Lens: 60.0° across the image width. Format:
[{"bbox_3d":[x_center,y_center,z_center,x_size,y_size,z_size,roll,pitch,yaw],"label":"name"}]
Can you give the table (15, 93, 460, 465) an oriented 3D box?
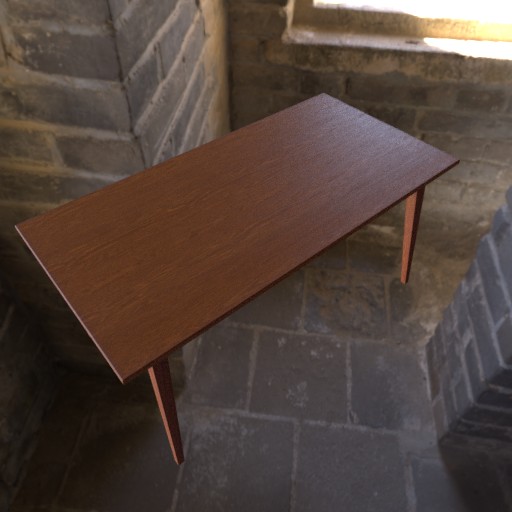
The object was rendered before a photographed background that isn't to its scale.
[{"bbox_3d":[0.000,0.000,2.023,1.609,0.755,0.811,-31,54,-27],"label":"table"}]
